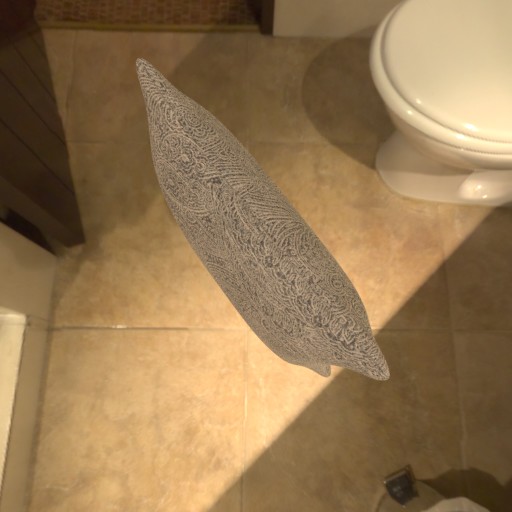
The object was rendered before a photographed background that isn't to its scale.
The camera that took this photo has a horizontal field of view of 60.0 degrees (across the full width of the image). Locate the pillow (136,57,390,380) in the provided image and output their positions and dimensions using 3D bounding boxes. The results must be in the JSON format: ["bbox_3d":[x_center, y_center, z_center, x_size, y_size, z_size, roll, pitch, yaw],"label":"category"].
[{"bbox_3d":[0.000,0.000,0.785,0.166,0.510,0.523,-35,78,-9],"label":"pillow"}]
